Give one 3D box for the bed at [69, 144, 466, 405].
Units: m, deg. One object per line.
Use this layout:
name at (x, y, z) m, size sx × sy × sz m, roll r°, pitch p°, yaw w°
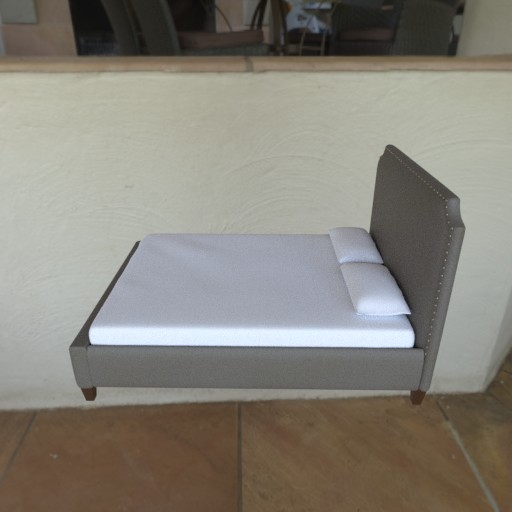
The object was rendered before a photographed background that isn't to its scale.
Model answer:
bed at (0.000, 0.000, 3.440) m, size 2.372 × 1.443 × 1.712 m, roll 0°, pitch 26°, yaw 1°
